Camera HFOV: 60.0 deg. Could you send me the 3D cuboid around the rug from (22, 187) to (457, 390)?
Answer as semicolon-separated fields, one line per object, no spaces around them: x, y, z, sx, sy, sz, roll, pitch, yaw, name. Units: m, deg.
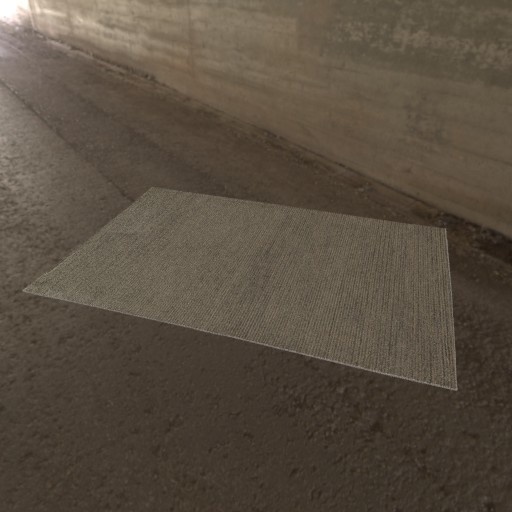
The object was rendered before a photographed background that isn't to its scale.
0.000;0.000;2.142;1.773;0.021;1.149;10;34;15;rug
